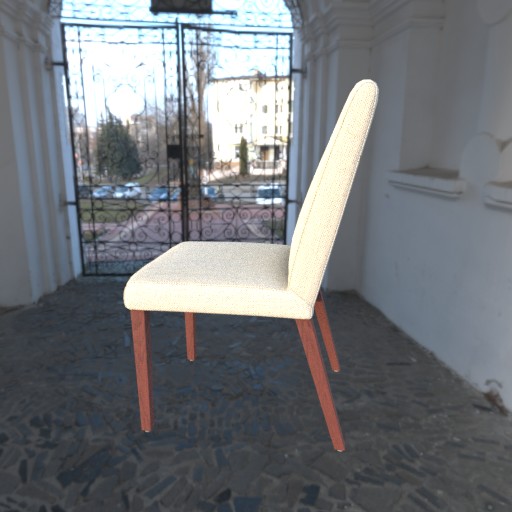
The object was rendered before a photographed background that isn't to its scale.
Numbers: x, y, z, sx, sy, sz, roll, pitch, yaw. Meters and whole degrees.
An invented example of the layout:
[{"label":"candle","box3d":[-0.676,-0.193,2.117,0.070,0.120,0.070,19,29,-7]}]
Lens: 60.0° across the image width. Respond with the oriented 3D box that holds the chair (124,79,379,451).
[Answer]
[{"label":"chair","box3d":[0.000,0.000,1.262,0.594,0.900,0.480,2,14,8]}]
